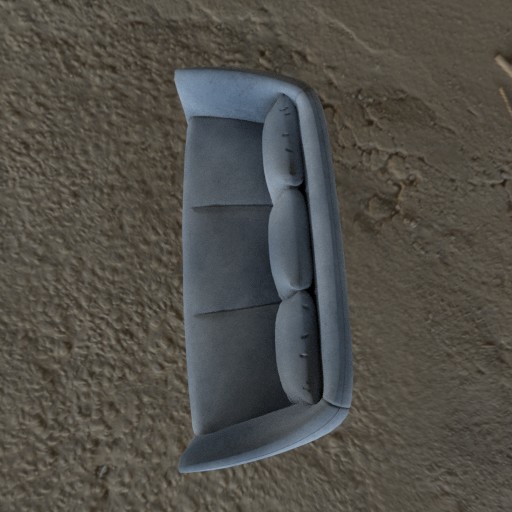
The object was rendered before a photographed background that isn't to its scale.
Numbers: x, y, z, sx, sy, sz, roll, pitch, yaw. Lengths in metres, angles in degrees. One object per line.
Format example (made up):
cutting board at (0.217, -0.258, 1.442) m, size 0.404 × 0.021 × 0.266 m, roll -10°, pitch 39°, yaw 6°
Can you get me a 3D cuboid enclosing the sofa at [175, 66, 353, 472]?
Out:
sofa at (0.000, 0.000, 2.496) m, size 0.849 × 0.795 × 2.095 m, roll -3°, pitch 75°, yaw -1°
